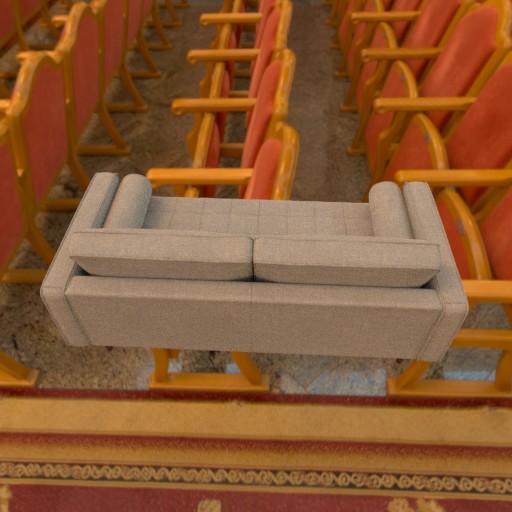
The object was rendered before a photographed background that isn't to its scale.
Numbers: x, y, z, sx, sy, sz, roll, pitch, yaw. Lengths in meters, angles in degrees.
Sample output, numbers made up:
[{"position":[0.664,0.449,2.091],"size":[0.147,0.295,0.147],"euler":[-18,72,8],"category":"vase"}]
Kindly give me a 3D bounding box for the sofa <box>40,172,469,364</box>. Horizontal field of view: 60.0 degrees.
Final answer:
[{"position":[0.000,0.000,2.326],"size":[1.879,0.762,0.914],"euler":[2,47,2],"category":"sofa"}]
